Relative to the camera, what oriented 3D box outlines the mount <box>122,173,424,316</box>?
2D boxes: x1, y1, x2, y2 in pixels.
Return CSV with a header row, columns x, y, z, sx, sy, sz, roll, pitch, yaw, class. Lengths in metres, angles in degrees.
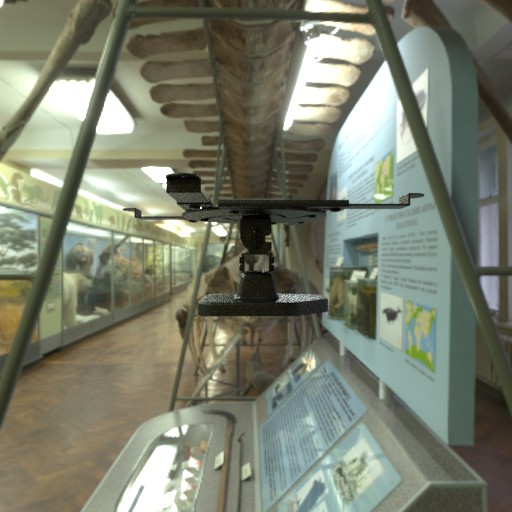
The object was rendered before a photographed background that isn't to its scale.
x,y,z,sx,sy,sz,roll,pitch,yaw,class
0.000,0.000,0.589,0.394,0.141,0.394,0,-1,0,mount
